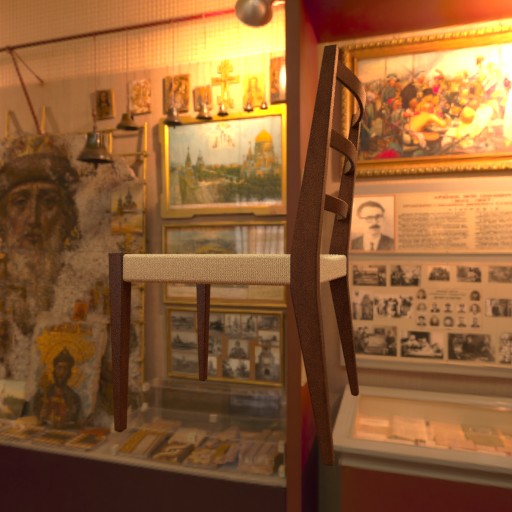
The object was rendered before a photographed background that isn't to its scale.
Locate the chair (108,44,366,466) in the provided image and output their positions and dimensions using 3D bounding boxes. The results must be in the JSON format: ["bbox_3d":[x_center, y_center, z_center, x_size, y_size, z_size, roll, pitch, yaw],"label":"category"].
[{"bbox_3d":[0.000,0.000,1.148,0.551,0.813,0.480,0,0,19],"label":"chair"}]
